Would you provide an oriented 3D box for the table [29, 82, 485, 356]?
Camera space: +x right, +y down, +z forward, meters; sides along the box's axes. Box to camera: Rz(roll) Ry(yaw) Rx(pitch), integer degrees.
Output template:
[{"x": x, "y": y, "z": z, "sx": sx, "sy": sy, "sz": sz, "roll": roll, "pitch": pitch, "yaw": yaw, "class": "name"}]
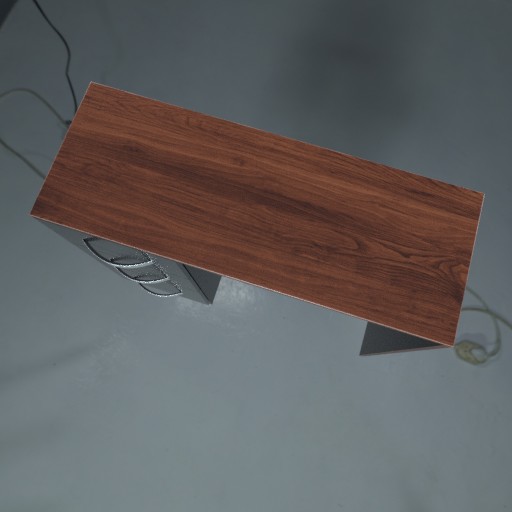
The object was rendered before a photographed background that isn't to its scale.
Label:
[{"x": 0.000, "y": 0.000, "z": 1.340, "sx": 0.930, "sy": 0.790, "sz": 0.380, "roll": 17, "pitch": 77, "yaw": 4, "class": "table"}]
